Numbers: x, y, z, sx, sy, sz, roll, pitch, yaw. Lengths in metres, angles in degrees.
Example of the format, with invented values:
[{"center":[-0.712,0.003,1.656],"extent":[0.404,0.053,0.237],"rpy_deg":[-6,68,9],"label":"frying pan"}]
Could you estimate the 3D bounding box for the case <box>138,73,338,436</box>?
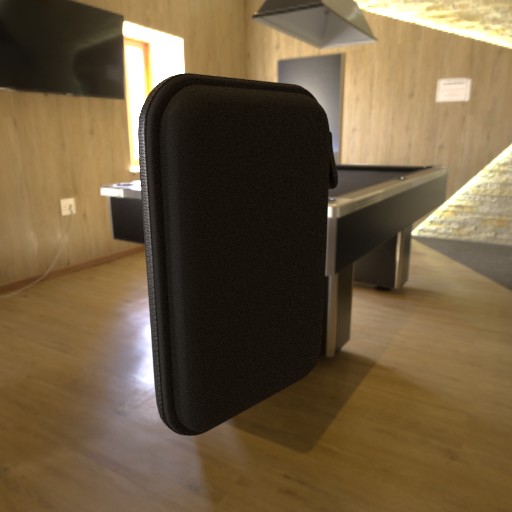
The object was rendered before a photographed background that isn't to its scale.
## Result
[{"center":[0.000,0.000,0.199],"extent":[0.107,0.147,0.030],"rpy_deg":[-14,21,-41],"label":"case"}]
